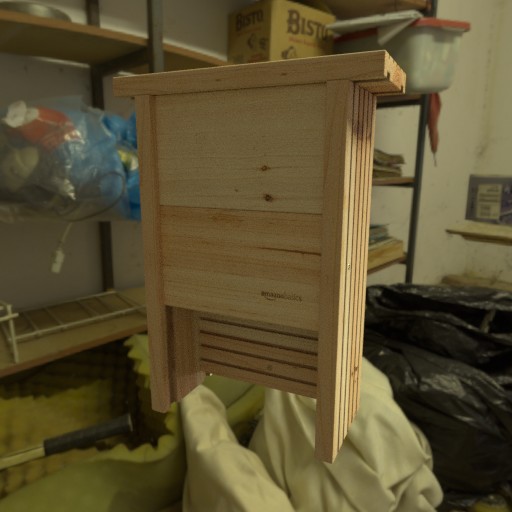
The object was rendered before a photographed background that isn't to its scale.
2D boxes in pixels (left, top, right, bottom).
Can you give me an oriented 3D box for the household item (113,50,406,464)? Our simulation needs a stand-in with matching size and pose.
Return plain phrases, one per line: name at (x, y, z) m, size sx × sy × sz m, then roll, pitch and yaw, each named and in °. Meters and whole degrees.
household item at (0.000, 0.000, 0.533) m, size 0.301 × 0.407 × 0.123 m, roll 6°, pitch 14°, yaw 25°
